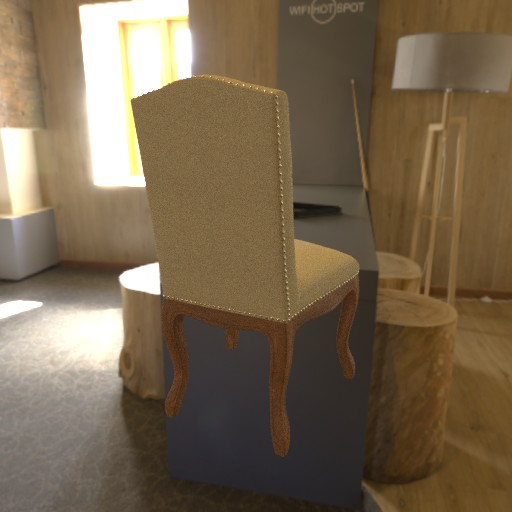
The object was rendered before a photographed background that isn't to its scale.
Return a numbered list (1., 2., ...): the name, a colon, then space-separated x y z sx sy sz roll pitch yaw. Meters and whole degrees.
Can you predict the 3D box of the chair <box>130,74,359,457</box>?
1. chair: 0.000 0.000 1.609 0.623 1.165 0.715 8 18 26
